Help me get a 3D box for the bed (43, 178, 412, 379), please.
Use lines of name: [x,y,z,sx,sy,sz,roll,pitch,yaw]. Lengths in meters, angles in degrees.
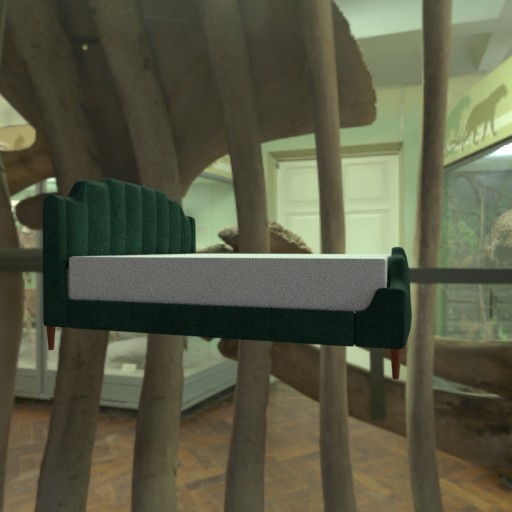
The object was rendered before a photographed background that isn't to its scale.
bed: [0.000,0.000,3.588,2.340,1.245,2.074,0,1,18]
